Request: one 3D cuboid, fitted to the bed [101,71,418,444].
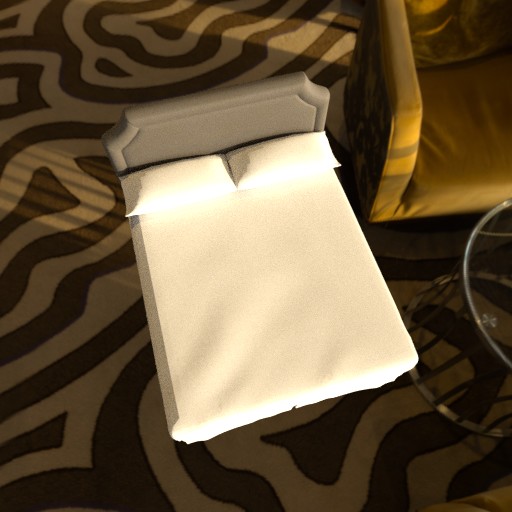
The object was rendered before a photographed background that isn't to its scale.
[{"bbox_3d":[0.000,0.000,3.908,2.194,1.561,2.536,-14,64,-7],"label":"bed"}]
